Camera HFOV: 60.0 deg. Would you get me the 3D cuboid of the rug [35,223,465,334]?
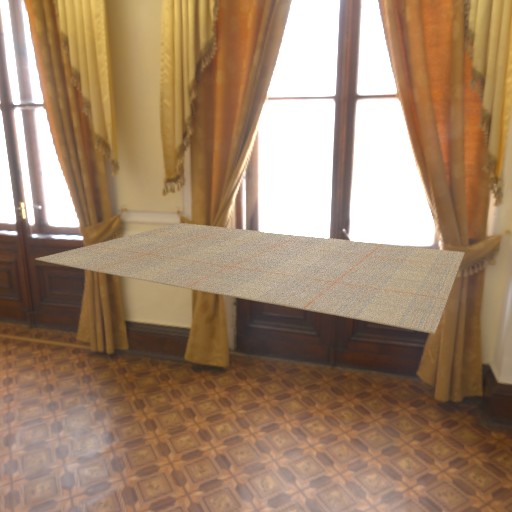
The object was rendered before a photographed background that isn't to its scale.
[{"bbox_3d":[0.000,0.000,2.964,2.442,0.016,1.527,8,16,28],"label":"rug"}]
